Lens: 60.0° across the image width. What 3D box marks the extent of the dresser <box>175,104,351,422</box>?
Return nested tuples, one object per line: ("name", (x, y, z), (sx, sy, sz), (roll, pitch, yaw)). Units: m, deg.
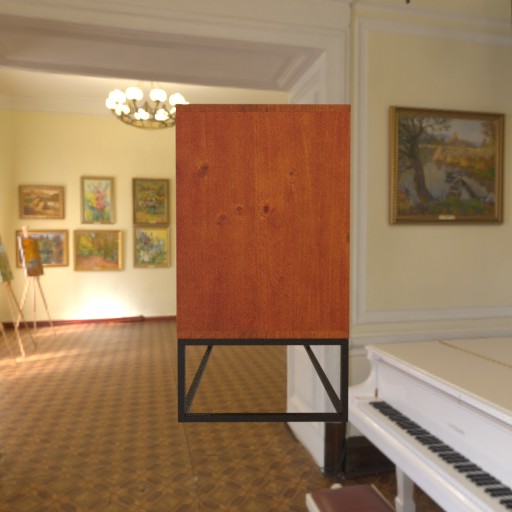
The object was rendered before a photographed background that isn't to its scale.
("dresser", (0.000, 0.000, 1.893), (0.464, 0.810, 1.536), (0, 2, 0))
